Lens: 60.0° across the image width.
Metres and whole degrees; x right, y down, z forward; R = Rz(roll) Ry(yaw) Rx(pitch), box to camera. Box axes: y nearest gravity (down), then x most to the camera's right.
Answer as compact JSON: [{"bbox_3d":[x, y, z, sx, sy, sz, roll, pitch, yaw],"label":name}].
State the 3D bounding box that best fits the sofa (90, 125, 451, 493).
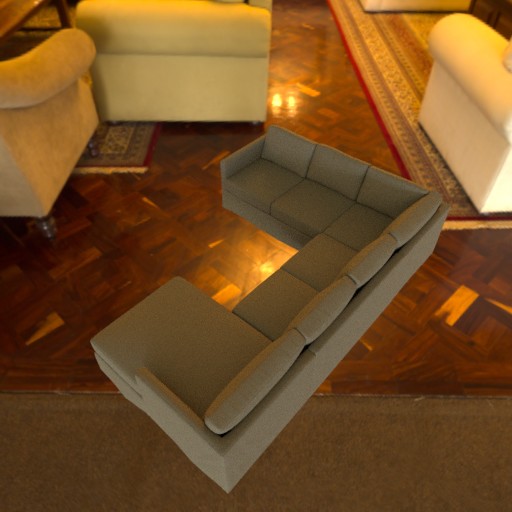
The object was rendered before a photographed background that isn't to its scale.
[{"bbox_3d":[0.000,0.000,4.452,2.427,0.882,3.460,32,53,28],"label":"sofa"}]
